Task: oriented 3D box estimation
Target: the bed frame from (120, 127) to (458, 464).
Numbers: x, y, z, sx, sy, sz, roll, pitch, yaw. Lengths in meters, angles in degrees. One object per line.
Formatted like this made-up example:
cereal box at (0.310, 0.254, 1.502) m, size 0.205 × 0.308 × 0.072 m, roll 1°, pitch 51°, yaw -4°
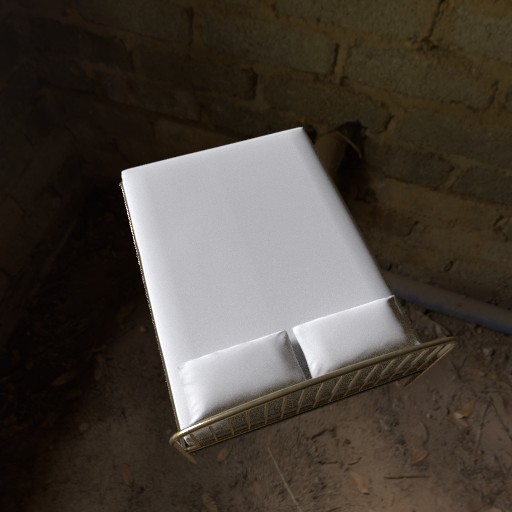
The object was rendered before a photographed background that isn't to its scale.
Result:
bed frame at (0.000, 0.000, 3.096) m, size 1.612 × 1.175 × 2.152 m, roll -16°, pitch 61°, yaw -9°
